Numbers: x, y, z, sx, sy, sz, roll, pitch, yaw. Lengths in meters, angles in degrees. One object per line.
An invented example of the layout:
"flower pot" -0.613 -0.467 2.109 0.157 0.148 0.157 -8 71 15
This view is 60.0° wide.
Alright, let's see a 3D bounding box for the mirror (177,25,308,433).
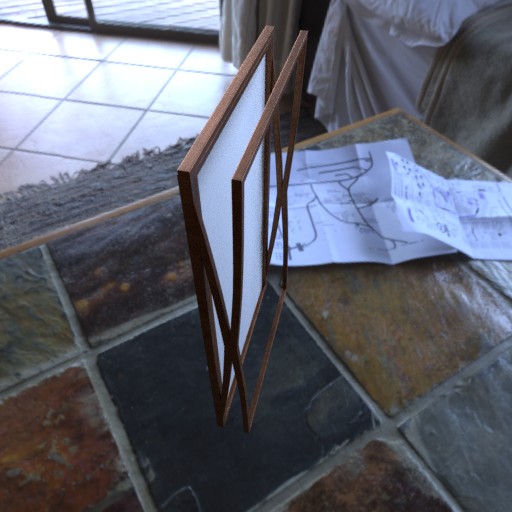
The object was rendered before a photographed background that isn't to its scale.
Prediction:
"mirror" 0.000 0.000 0.956 0.082 0.768 0.468 10 48 10
